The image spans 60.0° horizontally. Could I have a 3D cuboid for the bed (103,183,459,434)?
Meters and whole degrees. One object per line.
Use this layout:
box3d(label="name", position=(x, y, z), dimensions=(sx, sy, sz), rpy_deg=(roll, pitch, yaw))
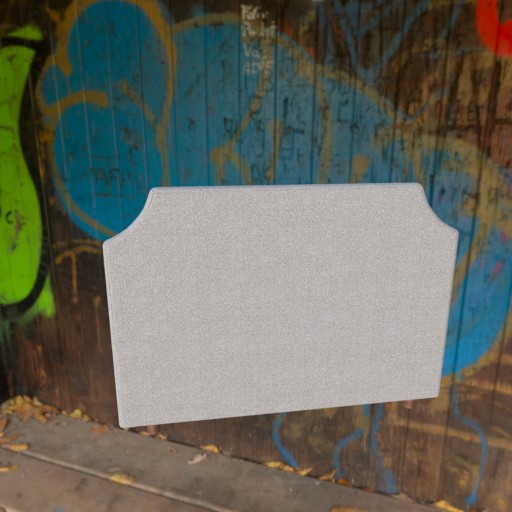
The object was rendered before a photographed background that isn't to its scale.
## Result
box3d(label="bed", position=(0.000, 0.000, 3.343), dimensions=(1.811, 1.296, 2.259), rpy_deg=(-2, 15, -9))
